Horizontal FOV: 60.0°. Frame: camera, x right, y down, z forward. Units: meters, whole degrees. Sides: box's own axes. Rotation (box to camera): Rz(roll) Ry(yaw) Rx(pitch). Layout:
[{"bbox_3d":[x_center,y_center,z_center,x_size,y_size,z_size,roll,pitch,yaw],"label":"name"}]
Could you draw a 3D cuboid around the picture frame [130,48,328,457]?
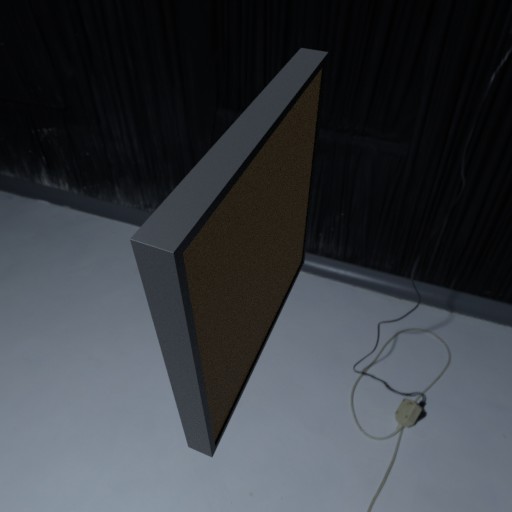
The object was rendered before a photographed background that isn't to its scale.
[{"bbox_3d":[0.000,0.000,0.475,0.030,0.317,0.317,17,48,16],"label":"picture frame"}]
